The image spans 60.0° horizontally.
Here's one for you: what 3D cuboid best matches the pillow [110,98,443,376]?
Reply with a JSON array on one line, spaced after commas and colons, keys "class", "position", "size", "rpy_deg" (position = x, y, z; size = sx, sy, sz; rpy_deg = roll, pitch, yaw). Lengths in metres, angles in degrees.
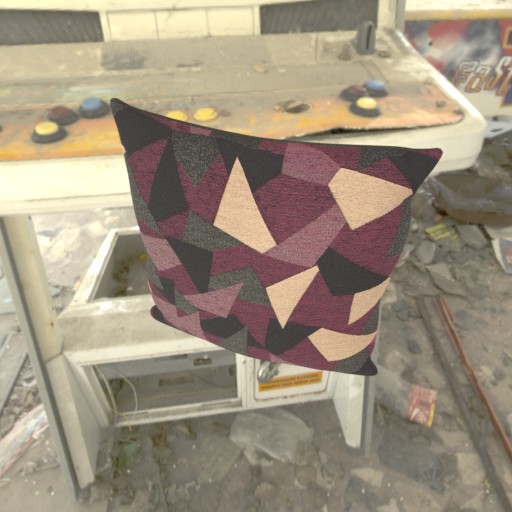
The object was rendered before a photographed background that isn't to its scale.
[{"class": "pillow", "position": [0.000, 0.000, 0.776], "size": [0.503, 0.496, 0.208], "rpy_deg": [12, 42, 14]}]
